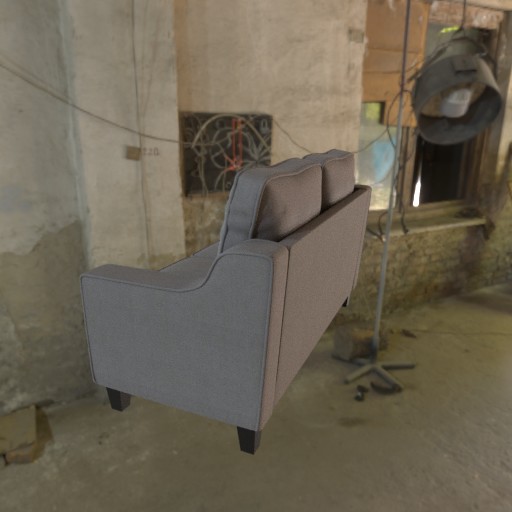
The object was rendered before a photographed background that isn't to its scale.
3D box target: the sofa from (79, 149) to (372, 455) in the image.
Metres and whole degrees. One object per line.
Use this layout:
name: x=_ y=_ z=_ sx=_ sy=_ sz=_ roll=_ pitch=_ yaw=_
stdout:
sofa: x=0.000 y=0.000 z=2.114 sx=0.791 sy=0.948 sz=1.500 roll=8 pitch=19 yaw=23
